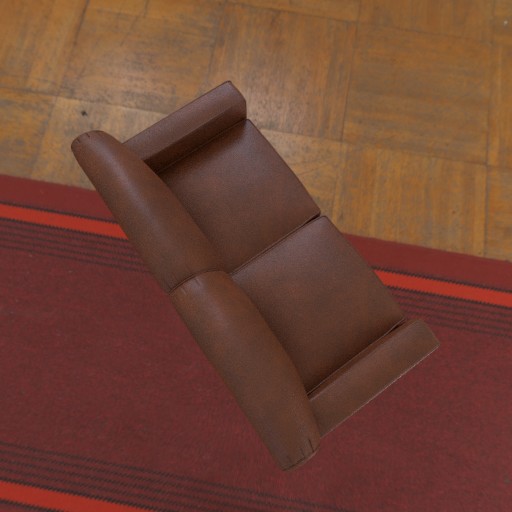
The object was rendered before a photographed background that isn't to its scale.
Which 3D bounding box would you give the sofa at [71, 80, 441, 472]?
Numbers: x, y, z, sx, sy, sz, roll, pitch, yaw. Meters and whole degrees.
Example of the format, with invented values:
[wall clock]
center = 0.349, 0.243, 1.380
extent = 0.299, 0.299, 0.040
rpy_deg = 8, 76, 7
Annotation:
[sofa]
center = 0.000, 0.000, 2.430
extent = 1.000, 0.966, 1.856
rpy_deg = -34, 77, -9
